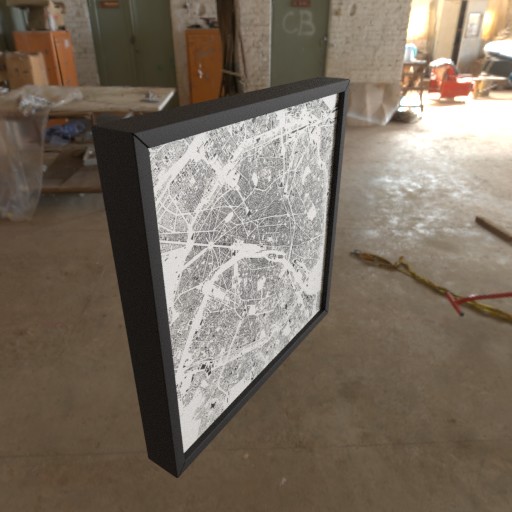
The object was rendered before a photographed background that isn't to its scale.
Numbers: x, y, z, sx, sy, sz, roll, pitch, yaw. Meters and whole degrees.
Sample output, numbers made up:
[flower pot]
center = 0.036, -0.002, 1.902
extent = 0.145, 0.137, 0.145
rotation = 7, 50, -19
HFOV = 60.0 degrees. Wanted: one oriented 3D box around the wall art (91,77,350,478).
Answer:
[wall art]
center = 0.000, 0.000, 0.443
extent = 0.037, 0.305, 0.305
rotation = 18, 33, 30
